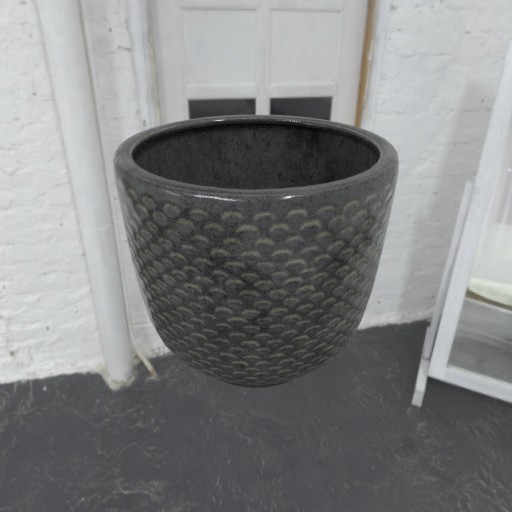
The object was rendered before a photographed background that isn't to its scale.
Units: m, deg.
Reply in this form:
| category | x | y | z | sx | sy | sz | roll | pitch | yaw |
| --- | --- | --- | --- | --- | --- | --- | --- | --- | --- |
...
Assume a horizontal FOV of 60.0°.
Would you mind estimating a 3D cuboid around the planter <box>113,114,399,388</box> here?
| category | x | y | z | sx | sy | sz | roll | pitch | yaw |
| --- | --- | --- | --- | --- | --- | --- | --- | --- | --- |
| planter | 0.000 | 0.000 | 0.253 | 0.140 | 0.129 | 0.140 | 0 | 30 | 0 |
